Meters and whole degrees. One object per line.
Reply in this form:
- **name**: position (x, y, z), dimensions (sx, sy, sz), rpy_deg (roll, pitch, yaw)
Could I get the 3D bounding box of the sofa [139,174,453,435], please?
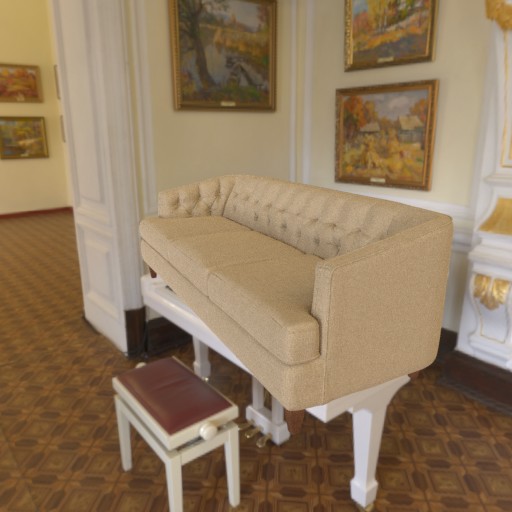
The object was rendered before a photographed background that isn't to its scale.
- **sofa**: position (0.000, 0.000, 2.665), dimensions (0.913, 0.788, 2.235), rpy_deg (-8, 18, -26)
